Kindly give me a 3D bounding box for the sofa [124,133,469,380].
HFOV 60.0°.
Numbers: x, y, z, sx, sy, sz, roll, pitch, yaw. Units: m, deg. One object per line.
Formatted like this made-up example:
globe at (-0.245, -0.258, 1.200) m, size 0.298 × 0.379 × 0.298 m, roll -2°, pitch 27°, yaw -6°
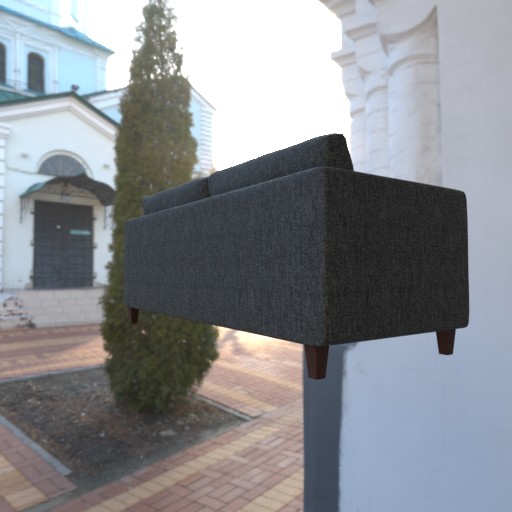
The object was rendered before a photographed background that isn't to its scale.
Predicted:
sofa at (0.000, 0.000, 2.693) m, size 0.948 × 0.960 × 2.208 m, roll 1°, pitch -2°, yaw -34°
